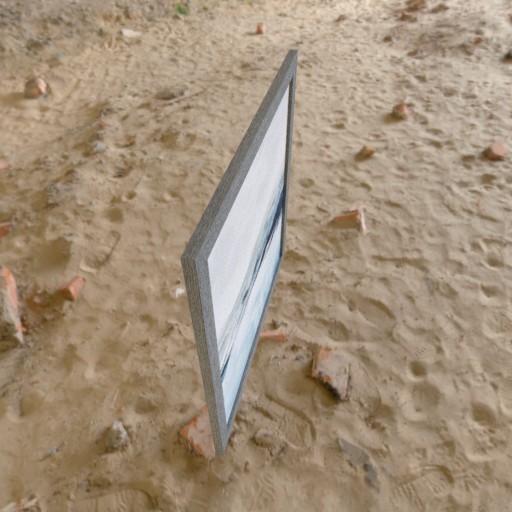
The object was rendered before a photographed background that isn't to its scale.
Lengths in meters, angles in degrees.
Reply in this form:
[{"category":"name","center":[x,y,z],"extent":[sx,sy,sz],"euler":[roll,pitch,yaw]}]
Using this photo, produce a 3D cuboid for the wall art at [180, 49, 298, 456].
[{"category":"wall art","center":[0.000,0.000,1.041],"extent":[0.020,0.685,0.685],"euler":[11,47,10]}]
